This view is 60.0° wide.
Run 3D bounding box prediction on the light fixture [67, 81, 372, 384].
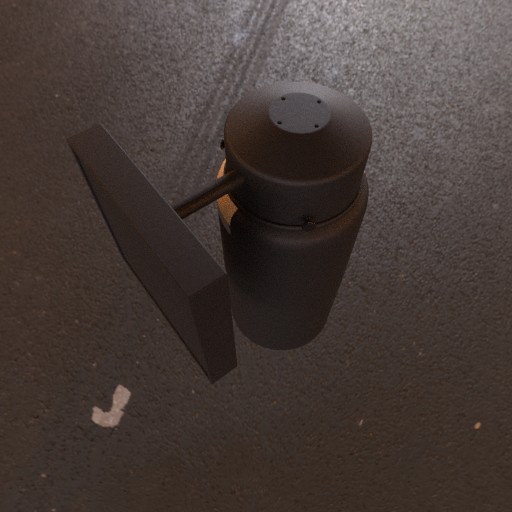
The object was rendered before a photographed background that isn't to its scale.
[{"bbox_3d":[0.000,0.000,0.362,0.176,0.257,0.130,-33,63,-19],"label":"light fixture"}]
